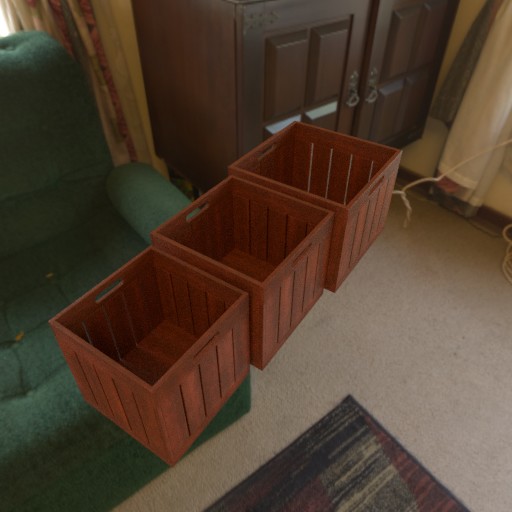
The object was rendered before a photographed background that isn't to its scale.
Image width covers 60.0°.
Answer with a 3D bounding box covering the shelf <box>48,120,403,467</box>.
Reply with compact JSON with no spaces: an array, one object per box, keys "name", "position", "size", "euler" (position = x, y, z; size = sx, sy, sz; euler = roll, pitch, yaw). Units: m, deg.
[{"name":"shelf","position":[0.000,0.000,1.251],"size":[0.393,0.311,1.064],"euler":[24,46,25]}]
